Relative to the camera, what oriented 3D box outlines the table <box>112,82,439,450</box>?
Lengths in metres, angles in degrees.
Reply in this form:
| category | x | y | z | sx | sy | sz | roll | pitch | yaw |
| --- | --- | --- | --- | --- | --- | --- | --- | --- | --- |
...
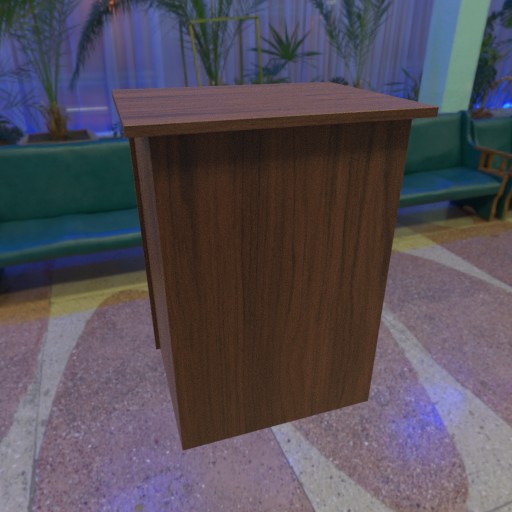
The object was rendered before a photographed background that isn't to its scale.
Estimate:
| category | x | y | z | sx | sy | sz | roll | pitch | yaw |
| --- | --- | --- | --- | --- | --- | --- | --- | --- | --- |
| table | 0.000 | 0.000 | 0.935 | 0.480 | 0.636 | 0.381 | -9 | 29 | -16 |
